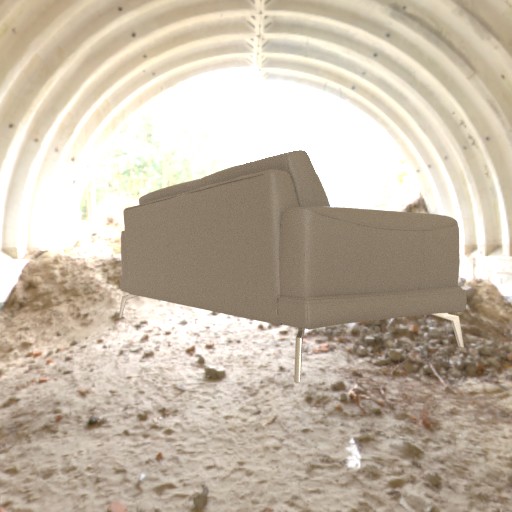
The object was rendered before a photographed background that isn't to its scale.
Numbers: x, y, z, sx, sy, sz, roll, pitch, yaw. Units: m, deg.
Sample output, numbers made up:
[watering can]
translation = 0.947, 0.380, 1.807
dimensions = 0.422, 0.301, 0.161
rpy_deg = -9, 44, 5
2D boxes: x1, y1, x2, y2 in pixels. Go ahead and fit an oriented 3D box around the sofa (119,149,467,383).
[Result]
[sofa]
translation = 0.000, 0.000, 2.784
dimensions = 1.121, 0.930, 2.177
rpy_deg = 0, 0, -35
